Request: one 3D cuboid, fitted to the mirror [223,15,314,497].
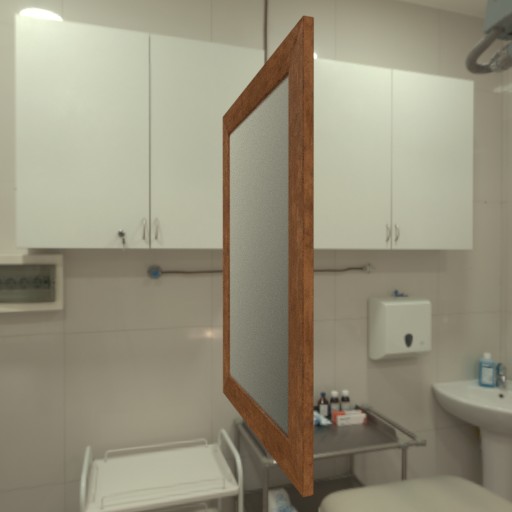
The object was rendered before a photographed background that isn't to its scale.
[{"bbox_3d":[0.000,0.000,1.391,0.028,1.099,0.796,0,1,-18],"label":"mirror"}]
